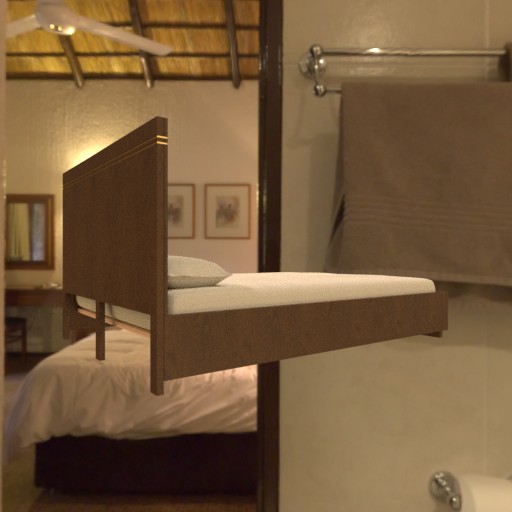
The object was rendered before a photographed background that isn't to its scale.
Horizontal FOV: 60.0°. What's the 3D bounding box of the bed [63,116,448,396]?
[{"bbox_3d":[0.000,0.000,3.156,2.221,1.169,1.613,0,0,-36],"label":"bed"}]
